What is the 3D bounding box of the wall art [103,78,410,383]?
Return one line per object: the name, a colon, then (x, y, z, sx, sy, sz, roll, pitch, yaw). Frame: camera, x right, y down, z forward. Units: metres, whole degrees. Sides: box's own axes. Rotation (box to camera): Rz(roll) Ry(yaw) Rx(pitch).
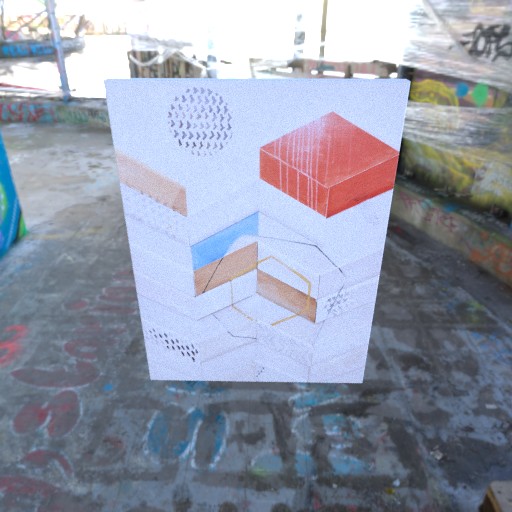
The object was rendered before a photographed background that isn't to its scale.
wall art: (0.000, 0.000, 1.635, 0.914, 1.221, 0.046, 1, 29, 1)
